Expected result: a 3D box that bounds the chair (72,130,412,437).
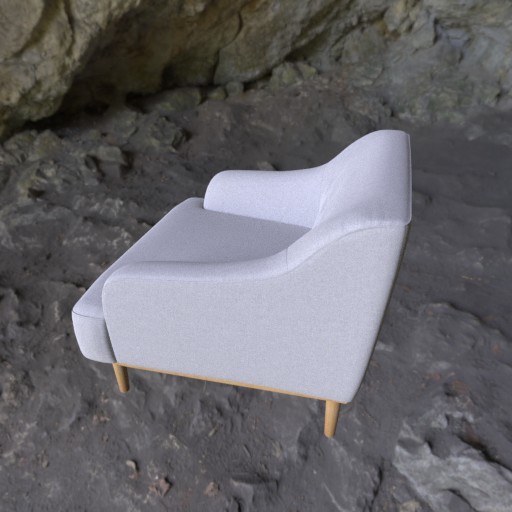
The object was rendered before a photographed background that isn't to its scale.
[{"bbox_3d":[0.000,0.000,1.612,0.951,0.818,0.946,8,32,14],"label":"chair"}]
